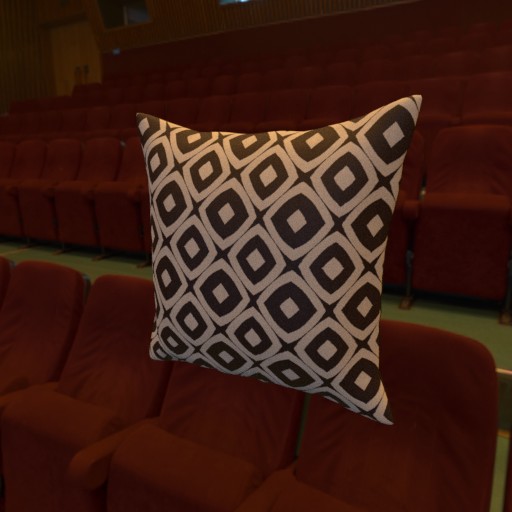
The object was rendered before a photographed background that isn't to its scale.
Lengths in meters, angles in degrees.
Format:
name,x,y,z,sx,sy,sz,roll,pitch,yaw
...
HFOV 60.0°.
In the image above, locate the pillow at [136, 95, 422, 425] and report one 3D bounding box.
name,x,y,z,sx,sy,sz,roll,pitch,yaw
pillow,0.000,0.000,0.761,0.504,0.494,0.188,7,15,28
